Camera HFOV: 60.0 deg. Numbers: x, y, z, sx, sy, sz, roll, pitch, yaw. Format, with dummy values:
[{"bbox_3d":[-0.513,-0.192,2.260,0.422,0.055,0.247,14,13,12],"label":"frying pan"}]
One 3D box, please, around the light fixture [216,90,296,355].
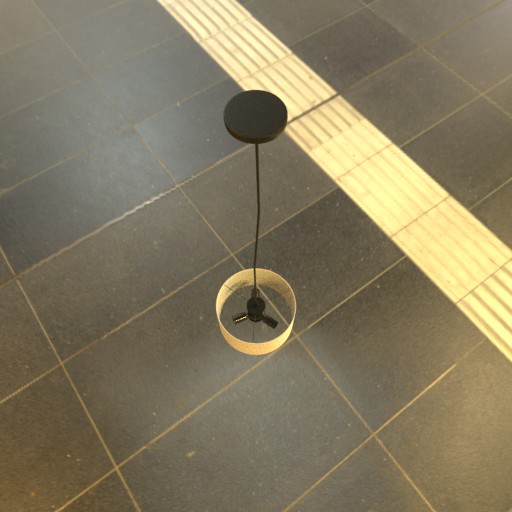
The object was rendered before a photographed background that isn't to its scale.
[{"bbox_3d":[0.000,0.000,1.719,0.399,1.516,0.399,0,64,0],"label":"light fixture"}]
